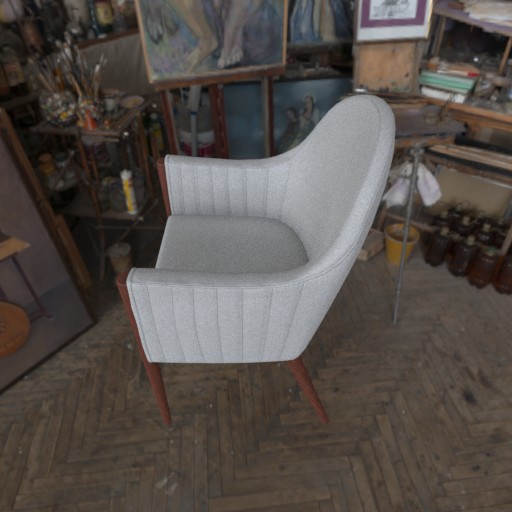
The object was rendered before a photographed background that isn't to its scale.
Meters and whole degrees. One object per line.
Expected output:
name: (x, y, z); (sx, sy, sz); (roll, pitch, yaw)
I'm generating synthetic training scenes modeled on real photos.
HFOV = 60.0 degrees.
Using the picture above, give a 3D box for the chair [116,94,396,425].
chair: (0.000, 0.000, 1.288); (0.620, 0.889, 0.610); (0, 40, 0)
